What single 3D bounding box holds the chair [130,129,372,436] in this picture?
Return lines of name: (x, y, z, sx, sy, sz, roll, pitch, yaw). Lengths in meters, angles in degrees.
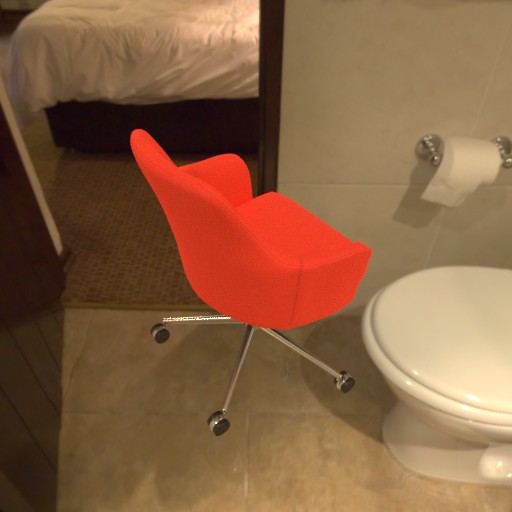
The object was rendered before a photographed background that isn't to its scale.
chair: (0.000, 0.000, 1.285, 0.600, 0.820, 0.655, -26, 47, -26)
